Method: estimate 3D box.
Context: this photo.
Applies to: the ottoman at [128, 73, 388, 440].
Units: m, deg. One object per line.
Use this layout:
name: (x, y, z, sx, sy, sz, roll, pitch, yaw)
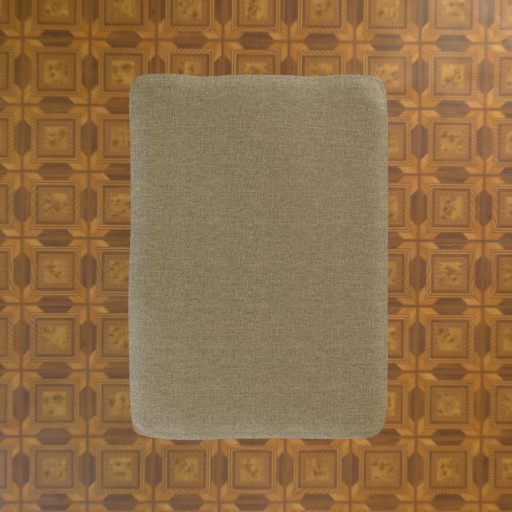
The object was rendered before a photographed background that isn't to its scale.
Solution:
ottoman: (0.000, 0.000, 1.238, 0.639, 0.494, 0.873, 0, 91, 0)
